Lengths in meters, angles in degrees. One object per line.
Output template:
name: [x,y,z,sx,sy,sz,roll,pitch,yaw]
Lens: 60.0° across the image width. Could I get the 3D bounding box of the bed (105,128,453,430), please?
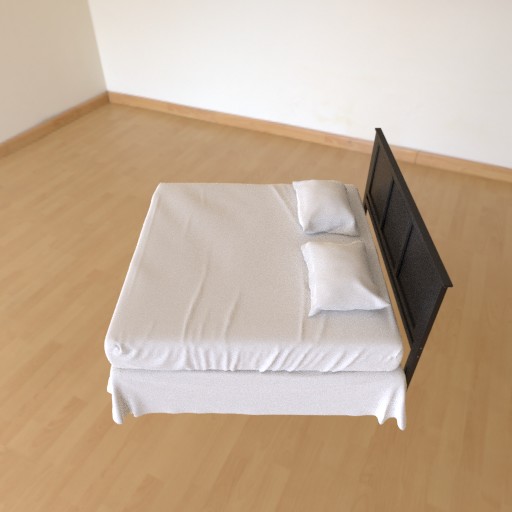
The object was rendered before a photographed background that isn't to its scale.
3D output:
bed: [0.000,0.000,3.596,2.219,1.271,2.315,1,41,1]
